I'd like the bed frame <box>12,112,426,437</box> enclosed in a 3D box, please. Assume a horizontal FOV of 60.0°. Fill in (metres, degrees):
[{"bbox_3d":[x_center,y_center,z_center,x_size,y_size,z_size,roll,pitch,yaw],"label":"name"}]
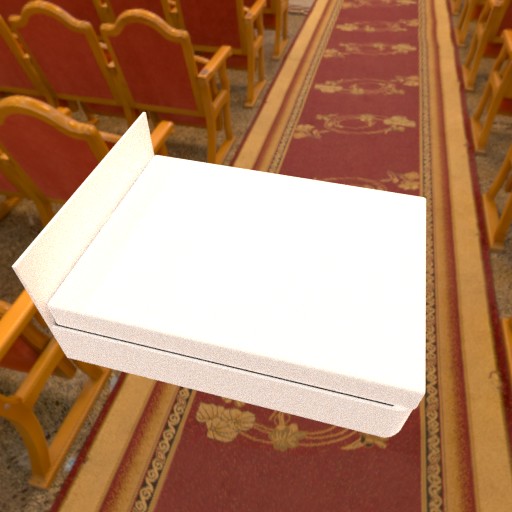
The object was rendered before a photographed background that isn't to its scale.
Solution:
[{"bbox_3d":[0.000,0.000,2.580,1.900,0.800,1.400,11,48,10],"label":"bed frame"}]
